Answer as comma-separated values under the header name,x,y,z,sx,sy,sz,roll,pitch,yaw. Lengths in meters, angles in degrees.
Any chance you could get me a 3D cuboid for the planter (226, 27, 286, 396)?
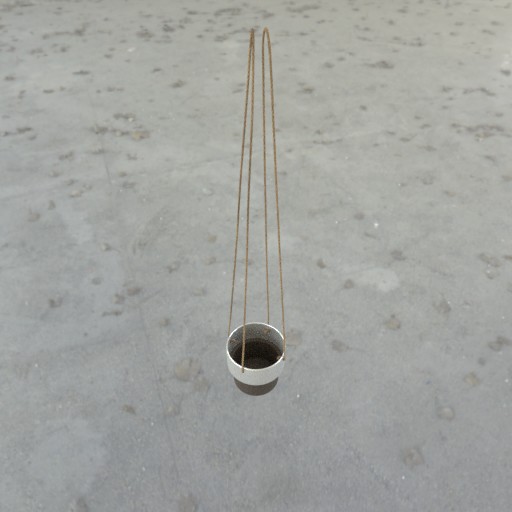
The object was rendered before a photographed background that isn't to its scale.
name,x,y,z,sx,sy,sz,roll,pitch,yaw
planter,0.000,0.000,1.138,0.187,1.073,0.187,-13,43,-15
